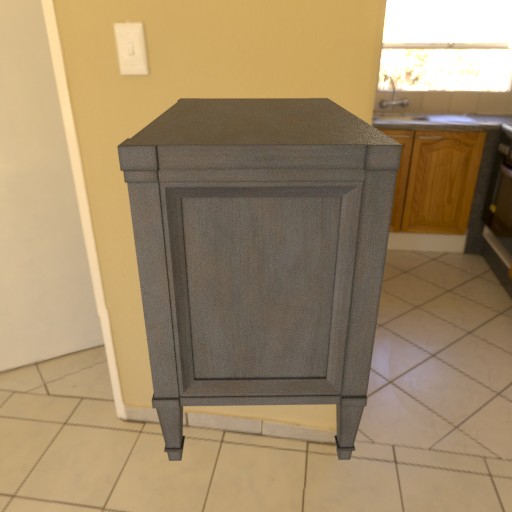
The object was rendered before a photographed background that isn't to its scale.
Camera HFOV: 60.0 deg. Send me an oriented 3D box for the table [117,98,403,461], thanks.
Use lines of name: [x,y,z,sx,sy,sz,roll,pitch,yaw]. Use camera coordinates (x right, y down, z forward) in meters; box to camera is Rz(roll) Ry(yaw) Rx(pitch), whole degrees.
table: [0.000,0.000,1.074,0.413,0.660,0.660,0,25,-1]
